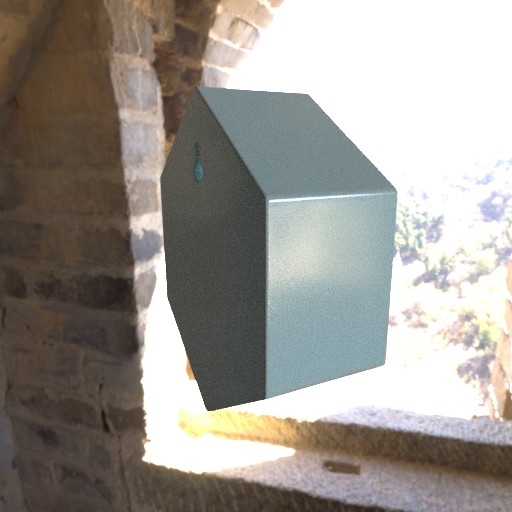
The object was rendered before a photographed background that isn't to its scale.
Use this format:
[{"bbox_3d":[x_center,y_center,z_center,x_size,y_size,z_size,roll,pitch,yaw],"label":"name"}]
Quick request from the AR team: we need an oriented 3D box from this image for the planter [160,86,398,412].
[{"bbox_3d":[0.000,0.000,0.292,0.078,0.207,0.169,-7,15,-26],"label":"planter"}]
